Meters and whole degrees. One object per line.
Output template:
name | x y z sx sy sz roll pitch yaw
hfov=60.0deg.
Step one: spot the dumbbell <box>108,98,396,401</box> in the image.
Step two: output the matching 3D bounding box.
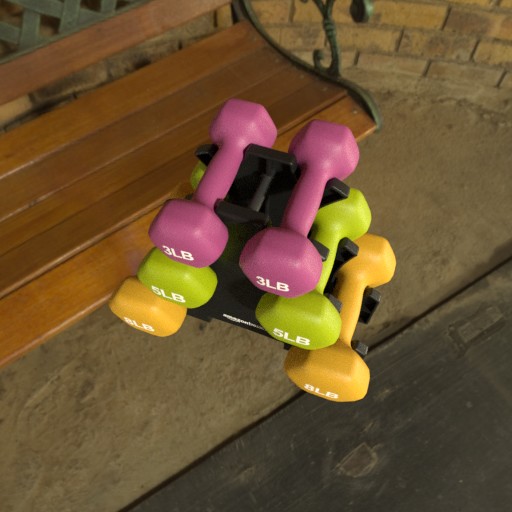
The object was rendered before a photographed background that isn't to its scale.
dumbbell | 0.000 0.000 0.466 0.300 0.271 0.190 18 61 10
